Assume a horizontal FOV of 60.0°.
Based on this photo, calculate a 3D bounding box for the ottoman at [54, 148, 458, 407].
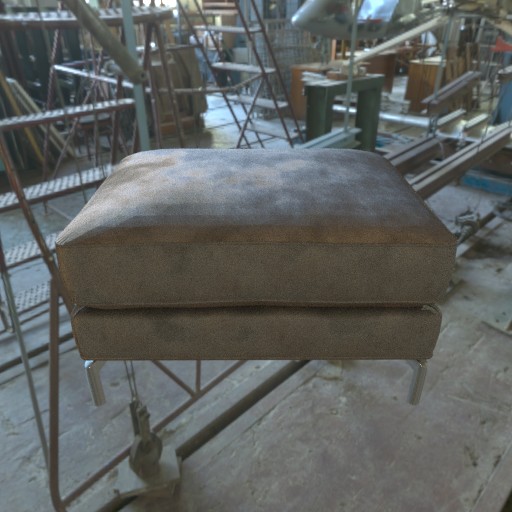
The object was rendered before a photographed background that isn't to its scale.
[{"bbox_3d":[0.000,0.000,1.061,0.719,0.456,0.520,0,30,0],"label":"ottoman"}]
